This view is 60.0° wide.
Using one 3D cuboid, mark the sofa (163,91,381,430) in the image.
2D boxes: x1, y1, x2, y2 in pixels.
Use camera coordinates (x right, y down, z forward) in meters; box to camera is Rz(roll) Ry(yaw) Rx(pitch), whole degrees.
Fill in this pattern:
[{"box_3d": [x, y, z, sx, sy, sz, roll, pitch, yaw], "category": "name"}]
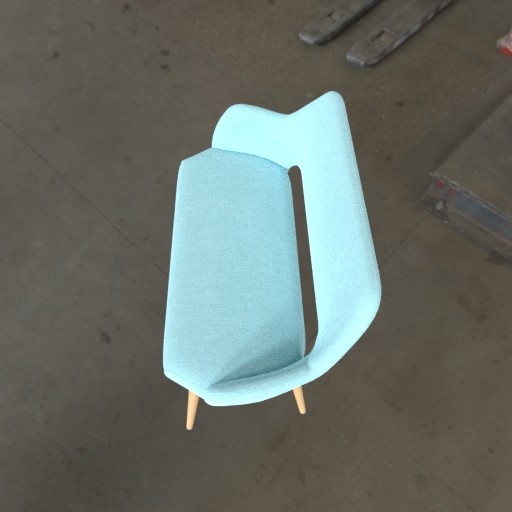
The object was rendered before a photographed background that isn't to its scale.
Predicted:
[{"box_3d": [0.000, 0.000, 1.631, 0.610, 0.840, 1.150, -1, 58, -1], "category": "sofa"}]
